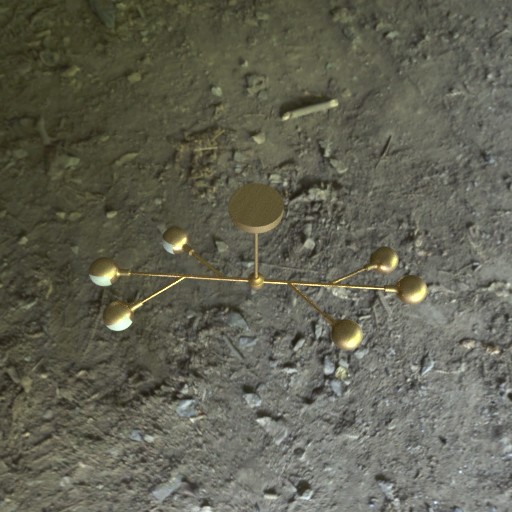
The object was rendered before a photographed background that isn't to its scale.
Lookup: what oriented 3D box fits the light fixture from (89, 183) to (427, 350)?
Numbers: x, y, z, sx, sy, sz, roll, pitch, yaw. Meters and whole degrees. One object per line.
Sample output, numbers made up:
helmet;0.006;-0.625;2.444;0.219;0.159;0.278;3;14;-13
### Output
light fixture;0.000;0.000;0.964;0.778;0.362;0.434;17;60;10
